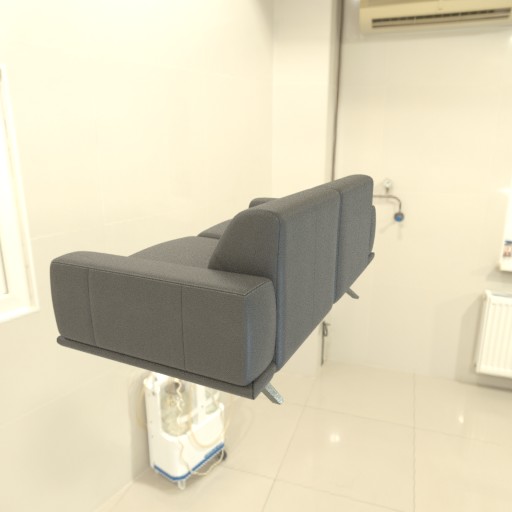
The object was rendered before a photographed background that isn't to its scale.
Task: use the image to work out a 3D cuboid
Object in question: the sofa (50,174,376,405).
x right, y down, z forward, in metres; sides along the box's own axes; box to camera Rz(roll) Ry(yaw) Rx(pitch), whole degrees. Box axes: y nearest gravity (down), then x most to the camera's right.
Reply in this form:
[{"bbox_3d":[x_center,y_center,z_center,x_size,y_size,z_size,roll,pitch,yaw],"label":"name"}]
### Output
[{"bbox_3d":[0.000,0.000,2.349,0.900,0.772,1.901,7,17,25],"label":"sofa"}]
